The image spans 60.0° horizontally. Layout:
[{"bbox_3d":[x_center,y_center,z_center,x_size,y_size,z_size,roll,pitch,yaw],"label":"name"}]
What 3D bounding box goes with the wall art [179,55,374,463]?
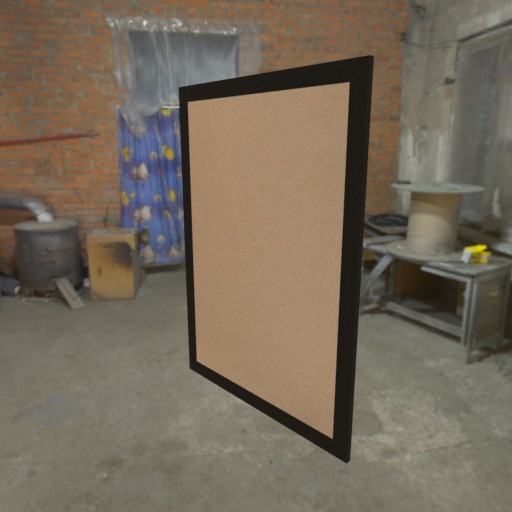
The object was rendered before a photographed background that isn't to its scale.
[{"bbox_3d":[0.000,0.000,0.693,0.008,0.530,0.379,-13,19,-42],"label":"wall art"}]
